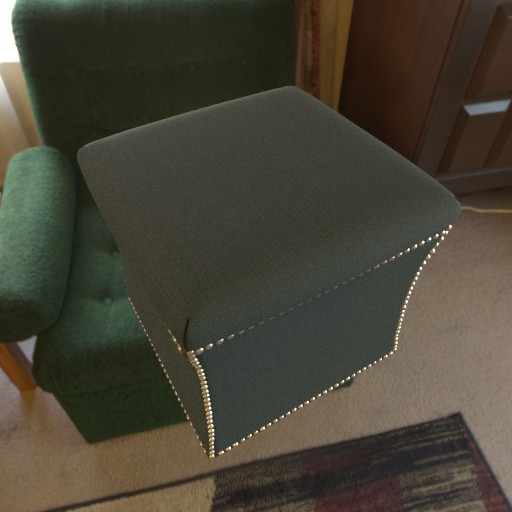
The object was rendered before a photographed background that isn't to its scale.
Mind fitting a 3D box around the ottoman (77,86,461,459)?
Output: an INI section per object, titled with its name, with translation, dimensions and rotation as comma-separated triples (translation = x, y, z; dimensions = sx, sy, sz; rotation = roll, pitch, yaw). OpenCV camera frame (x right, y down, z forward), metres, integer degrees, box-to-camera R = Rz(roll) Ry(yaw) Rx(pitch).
[ottoman]
translation = 0.000, 0.000, 0.898
dimensions = 0.507, 0.475, 0.497
rotation = -23, 50, -21
